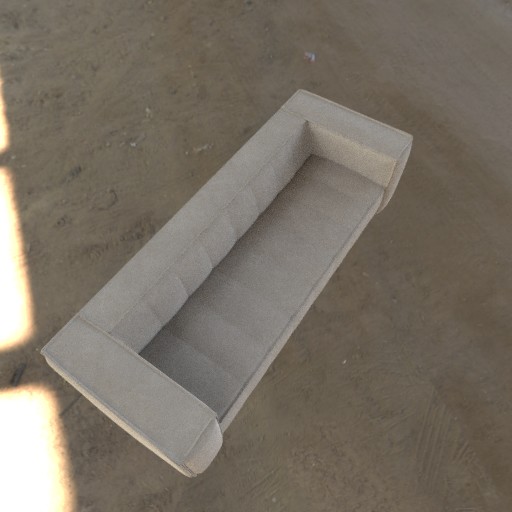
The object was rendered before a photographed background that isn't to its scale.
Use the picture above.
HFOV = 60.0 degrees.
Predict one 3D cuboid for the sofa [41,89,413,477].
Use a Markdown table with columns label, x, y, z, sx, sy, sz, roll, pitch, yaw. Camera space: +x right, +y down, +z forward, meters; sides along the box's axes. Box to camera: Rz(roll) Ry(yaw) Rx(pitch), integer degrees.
| label | x | y | z | sx | sy | sz | roll | pitch | yaw |
| --- | --- | --- | --- | --- | --- | --- | --- | --- | --- |
| sofa | 0.000 | 0.000 | 3.057 | 1.038 | 0.680 | 2.697 | 30 | 63 | 18 |
